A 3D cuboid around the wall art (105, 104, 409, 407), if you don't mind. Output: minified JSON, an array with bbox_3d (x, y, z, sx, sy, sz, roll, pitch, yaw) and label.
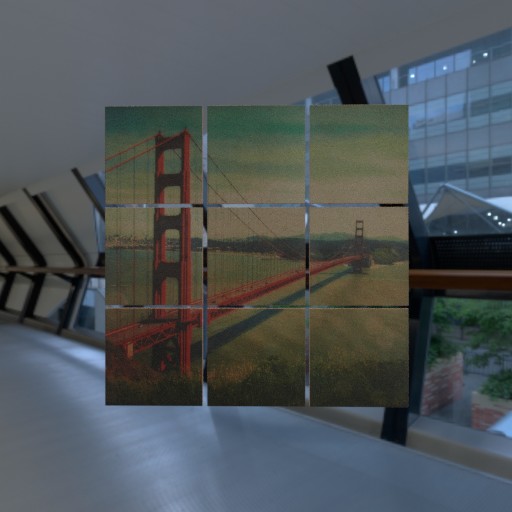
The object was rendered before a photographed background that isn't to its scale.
[{"bbox_3d":[0.000,0.000,1.346,0.917,0.910,0.012,0,0,1],"label":"wall art"}]
